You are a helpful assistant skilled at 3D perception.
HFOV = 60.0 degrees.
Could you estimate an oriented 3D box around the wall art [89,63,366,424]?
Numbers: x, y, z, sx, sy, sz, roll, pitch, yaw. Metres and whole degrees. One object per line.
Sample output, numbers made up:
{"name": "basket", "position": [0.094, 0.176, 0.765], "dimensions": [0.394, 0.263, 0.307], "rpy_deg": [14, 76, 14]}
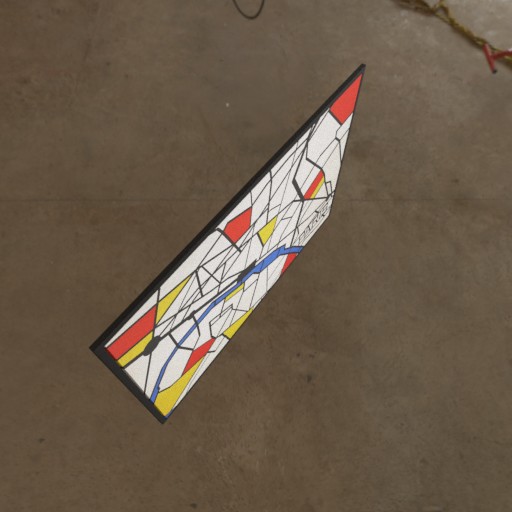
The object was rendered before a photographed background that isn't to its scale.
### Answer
{"name": "wall art", "position": [0.000, 0.000, 1.249], "dimensions": [0.013, 0.665, 0.963], "rpy_deg": [32, 64, 18]}
